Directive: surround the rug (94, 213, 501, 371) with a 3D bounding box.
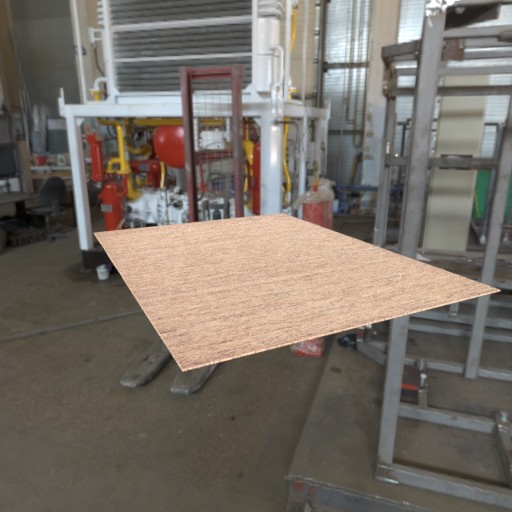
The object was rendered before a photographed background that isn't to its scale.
[{"bbox_3d":[0.000,0.000,4.120,2.448,0.013,3.205,-8,19,-26],"label":"rug"}]
